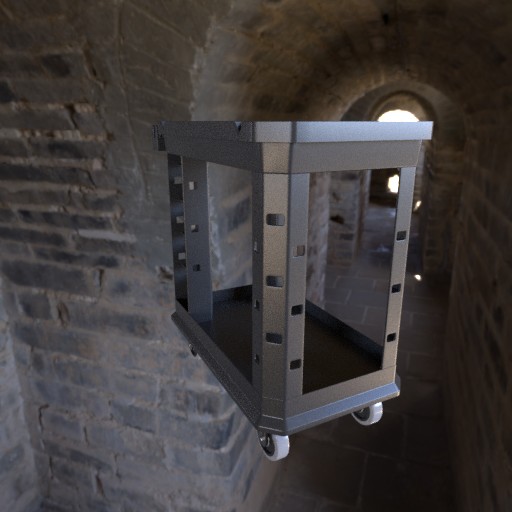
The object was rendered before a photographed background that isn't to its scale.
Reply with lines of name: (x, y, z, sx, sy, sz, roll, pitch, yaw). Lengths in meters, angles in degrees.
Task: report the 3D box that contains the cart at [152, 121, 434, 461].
cart: (0.000, 0.000, 1.518, 0.497, 0.884, 1.061, -8, 19, -26)
